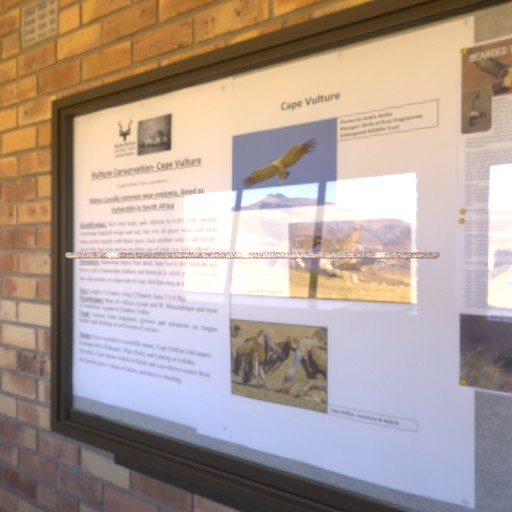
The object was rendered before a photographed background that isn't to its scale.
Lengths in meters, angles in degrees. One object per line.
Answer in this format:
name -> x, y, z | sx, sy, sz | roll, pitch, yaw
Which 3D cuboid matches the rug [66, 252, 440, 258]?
rug -> 0.000, 0.000, 2.928 | 1.501, 0.025, 2.348 | 0, 0, 1
